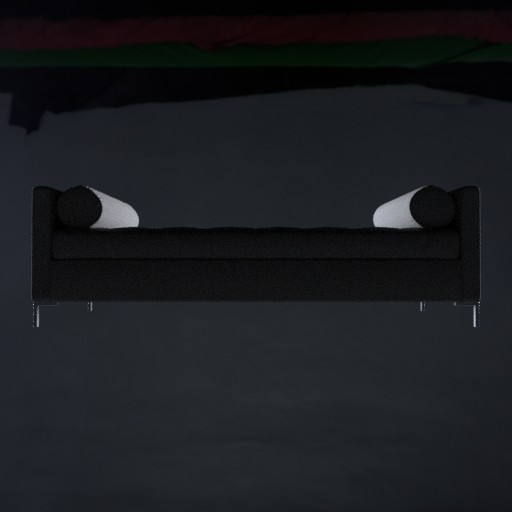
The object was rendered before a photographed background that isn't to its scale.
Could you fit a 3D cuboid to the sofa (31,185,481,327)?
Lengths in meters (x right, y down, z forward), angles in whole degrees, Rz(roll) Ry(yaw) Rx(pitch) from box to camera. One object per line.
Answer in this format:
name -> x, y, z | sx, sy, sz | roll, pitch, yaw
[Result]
sofa -> 0.000, 0.000, 2.284 | 1.981, 0.635, 0.686 | 0, -1, 0
